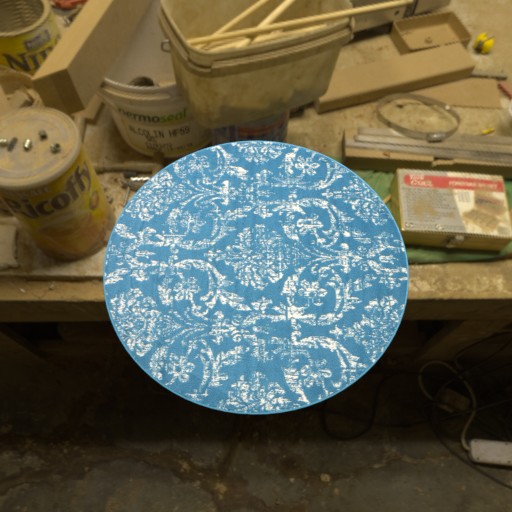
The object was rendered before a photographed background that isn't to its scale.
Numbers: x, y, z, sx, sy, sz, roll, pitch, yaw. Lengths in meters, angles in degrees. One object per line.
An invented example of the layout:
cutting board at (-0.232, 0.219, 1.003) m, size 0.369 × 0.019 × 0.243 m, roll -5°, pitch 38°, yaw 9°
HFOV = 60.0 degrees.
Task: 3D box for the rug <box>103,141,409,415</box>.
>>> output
rug at (0.000, 0.000, 2.338) m, size 1.593 × 0.012 × 1.593 m, roll 0°, pitch 62°, yaw 0°
